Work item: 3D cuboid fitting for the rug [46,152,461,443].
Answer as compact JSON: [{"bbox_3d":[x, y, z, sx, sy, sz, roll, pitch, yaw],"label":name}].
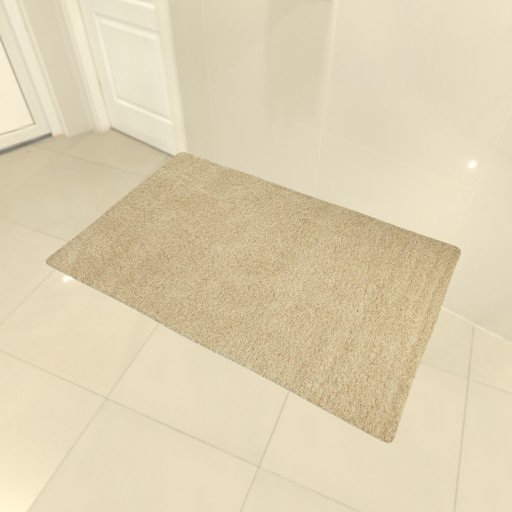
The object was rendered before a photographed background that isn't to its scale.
[{"bbox_3d":[0.000,0.000,2.948,2.349,0.025,1.500,23,51,20],"label":"rug"}]
